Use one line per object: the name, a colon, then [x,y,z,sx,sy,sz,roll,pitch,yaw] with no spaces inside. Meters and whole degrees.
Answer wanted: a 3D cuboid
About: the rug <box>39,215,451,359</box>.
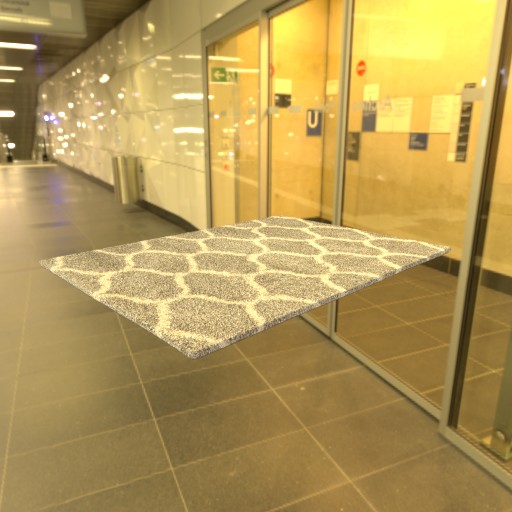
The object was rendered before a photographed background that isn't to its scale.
rug: [0.000,0.000,2.128,1.600,0.025,1.200,-15,22,-41]
